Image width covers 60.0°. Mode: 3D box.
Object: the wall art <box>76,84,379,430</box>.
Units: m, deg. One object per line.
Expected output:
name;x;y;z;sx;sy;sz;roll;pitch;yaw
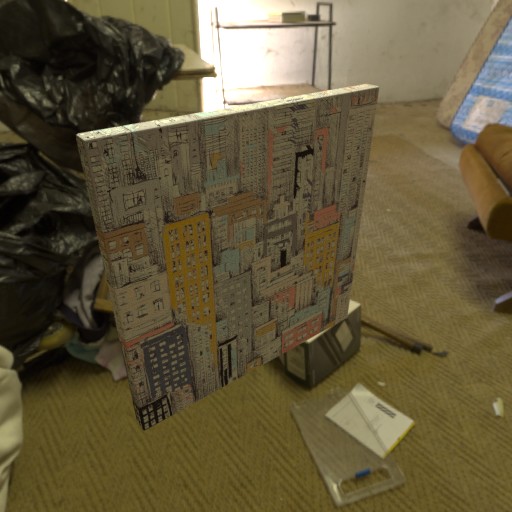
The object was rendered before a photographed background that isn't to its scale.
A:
wall art;0.000;0.000;0.922;0.607;0.608;0.038;-22;38;-31
